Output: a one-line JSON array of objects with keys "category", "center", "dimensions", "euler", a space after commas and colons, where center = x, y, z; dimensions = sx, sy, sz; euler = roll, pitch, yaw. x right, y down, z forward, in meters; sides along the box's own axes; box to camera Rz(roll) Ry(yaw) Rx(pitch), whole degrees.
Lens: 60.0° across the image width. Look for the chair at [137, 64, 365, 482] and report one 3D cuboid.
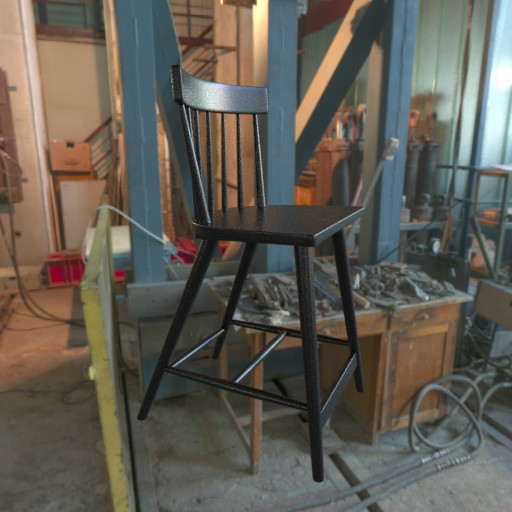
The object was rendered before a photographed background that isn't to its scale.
[{"category": "chair", "center": [0.000, 0.000, 1.253], "dimensions": [0.572, 0.952, 0.483], "euler": [7, 16, 25]}]
